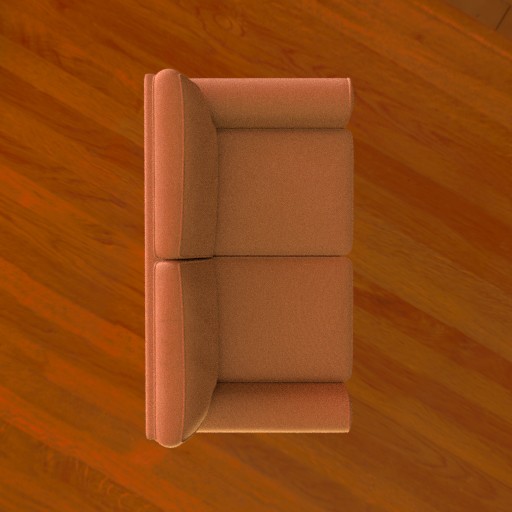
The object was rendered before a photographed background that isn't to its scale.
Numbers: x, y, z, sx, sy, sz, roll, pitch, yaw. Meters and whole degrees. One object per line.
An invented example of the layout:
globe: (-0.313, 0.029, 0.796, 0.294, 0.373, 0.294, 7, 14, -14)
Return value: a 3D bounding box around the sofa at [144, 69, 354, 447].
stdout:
sofa: (0.000, 0.000, 2.293, 0.991, 0.940, 1.727, 0, 91, 0)
